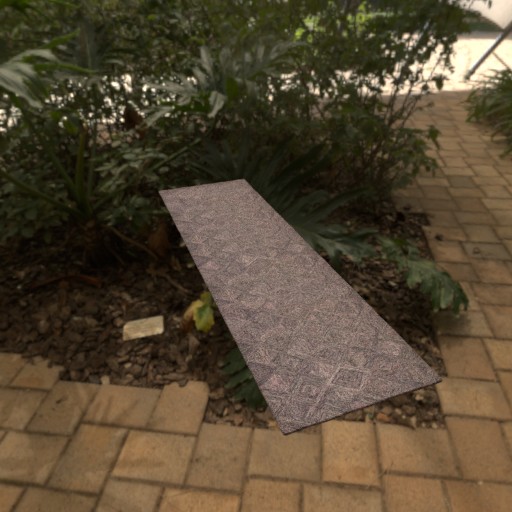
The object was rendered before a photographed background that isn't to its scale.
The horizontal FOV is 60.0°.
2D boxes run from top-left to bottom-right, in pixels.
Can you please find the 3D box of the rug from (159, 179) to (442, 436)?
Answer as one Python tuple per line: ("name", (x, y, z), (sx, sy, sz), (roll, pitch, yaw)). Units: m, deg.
("rug", (0.000, 0.000, 2.542), (0.691, 0.011, 2.296), (-11, 33, -18))
